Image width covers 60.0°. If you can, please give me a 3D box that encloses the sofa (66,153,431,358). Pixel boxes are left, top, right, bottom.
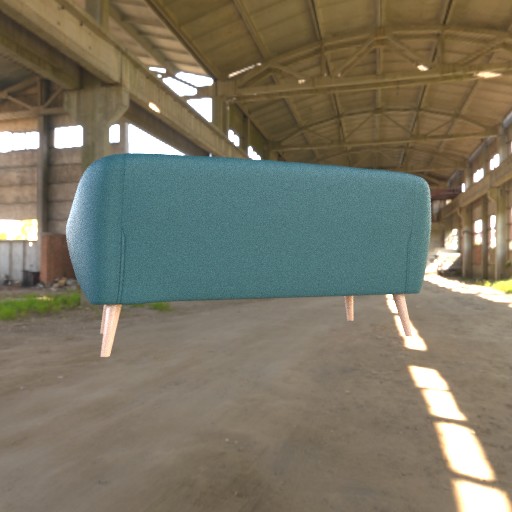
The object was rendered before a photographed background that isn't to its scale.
[{"bbox_3d":[0.000,0.000,2.325,1.840,0.836,0.820,0,0,-19],"label":"sofa"}]
